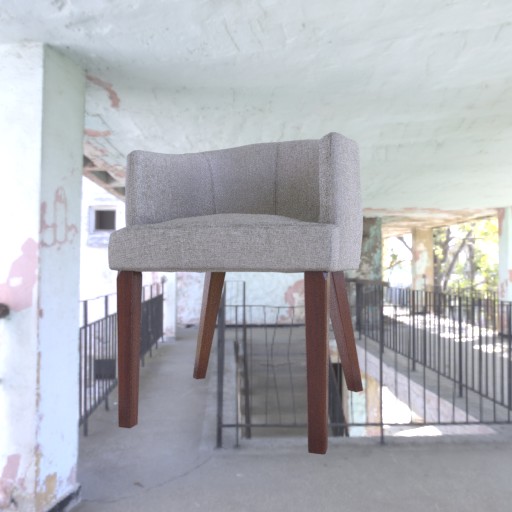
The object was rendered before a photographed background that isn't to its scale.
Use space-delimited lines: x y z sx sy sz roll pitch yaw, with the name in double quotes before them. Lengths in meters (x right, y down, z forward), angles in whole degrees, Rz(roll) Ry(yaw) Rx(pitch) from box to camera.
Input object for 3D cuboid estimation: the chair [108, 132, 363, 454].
"chair" 0.000 0.000 1.249 0.583 0.811 0.655 -1 -2 18
